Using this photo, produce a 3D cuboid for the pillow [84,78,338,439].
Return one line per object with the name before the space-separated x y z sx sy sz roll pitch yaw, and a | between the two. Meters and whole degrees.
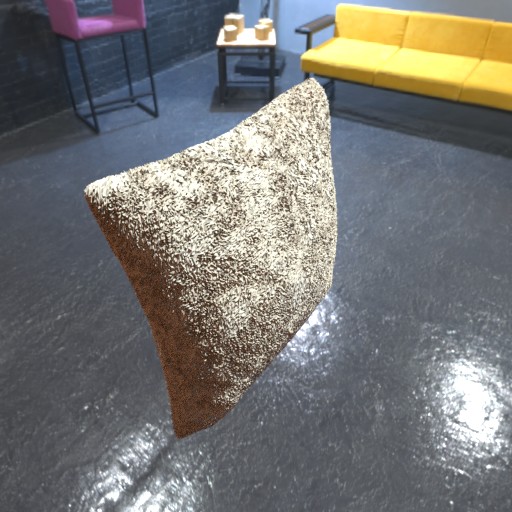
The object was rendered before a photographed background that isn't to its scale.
pillow | 0.000 0.000 0.816 0.218 0.515 0.529 25 46 27
